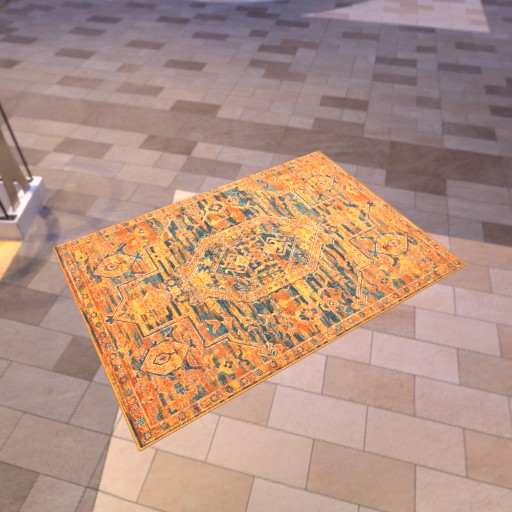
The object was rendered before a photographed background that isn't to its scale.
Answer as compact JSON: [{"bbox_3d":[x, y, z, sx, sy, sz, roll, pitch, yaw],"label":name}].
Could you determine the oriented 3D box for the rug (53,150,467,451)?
[{"bbox_3d":[0.000,0.000,3.800,2.916,0.019,2.043,-24,51,-21],"label":"rug"}]
